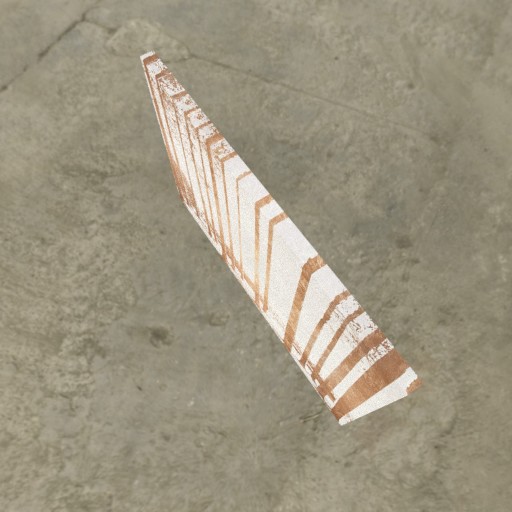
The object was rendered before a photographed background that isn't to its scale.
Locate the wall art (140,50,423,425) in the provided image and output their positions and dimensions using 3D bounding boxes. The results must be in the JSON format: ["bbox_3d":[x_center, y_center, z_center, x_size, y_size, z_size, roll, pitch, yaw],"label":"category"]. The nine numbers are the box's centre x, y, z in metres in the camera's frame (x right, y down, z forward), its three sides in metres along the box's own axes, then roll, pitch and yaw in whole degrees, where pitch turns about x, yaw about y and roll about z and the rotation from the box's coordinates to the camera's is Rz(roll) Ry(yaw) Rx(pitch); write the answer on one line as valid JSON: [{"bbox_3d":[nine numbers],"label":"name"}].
[{"bbox_3d":[0.000,0.000,1.147,0.035,0.609,0.914,-31,69,-14],"label":"wall art"}]
